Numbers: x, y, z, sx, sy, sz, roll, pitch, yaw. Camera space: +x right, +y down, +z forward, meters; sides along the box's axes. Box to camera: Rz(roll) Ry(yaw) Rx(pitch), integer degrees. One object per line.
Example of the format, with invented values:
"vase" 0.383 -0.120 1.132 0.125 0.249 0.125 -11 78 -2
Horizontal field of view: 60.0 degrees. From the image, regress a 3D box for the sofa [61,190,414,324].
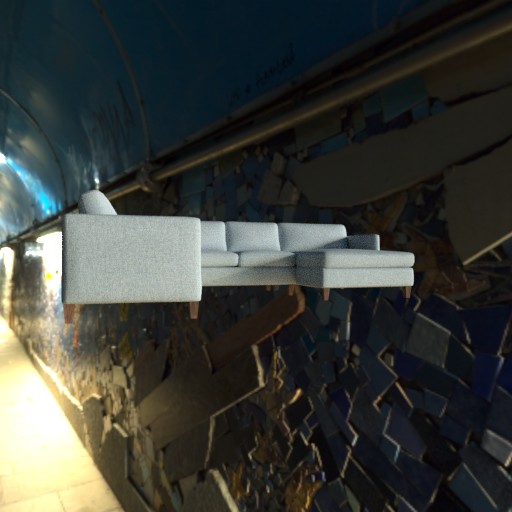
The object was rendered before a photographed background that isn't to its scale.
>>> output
"sofa" 0.000 0.000 4.511 3.403 0.889 2.551 0 0 -17
